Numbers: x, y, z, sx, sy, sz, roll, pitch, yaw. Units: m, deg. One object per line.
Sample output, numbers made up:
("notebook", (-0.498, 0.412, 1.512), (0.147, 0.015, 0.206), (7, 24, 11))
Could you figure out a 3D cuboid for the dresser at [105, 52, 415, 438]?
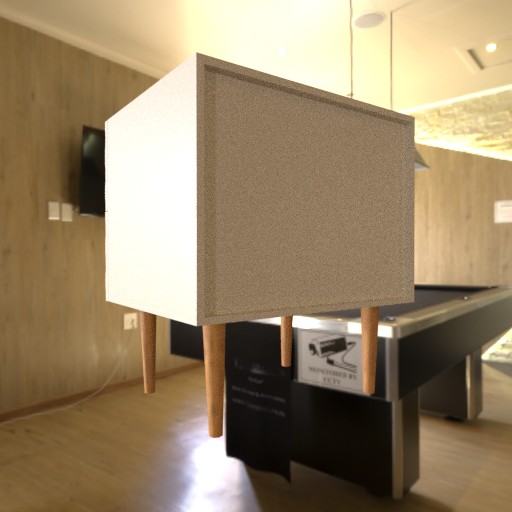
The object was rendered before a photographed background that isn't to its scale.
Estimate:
("dresser", (0.000, 0.000, 0.928), (0.503, 0.568, 0.414), (0, 1, -36))
